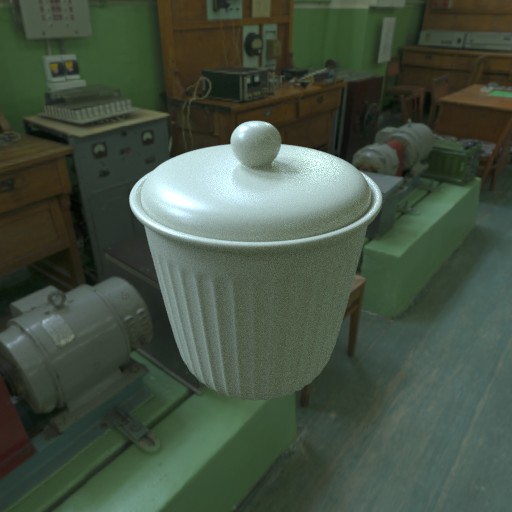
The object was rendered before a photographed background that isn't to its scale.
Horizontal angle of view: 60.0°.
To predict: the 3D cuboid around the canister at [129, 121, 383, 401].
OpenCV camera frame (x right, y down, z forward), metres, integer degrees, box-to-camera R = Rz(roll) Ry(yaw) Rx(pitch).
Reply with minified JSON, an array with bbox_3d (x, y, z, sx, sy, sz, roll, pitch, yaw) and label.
[{"bbox_3d":[0.000,0.000,0.355,0.181,0.211,0.181,0,30,0],"label":"canister"}]
